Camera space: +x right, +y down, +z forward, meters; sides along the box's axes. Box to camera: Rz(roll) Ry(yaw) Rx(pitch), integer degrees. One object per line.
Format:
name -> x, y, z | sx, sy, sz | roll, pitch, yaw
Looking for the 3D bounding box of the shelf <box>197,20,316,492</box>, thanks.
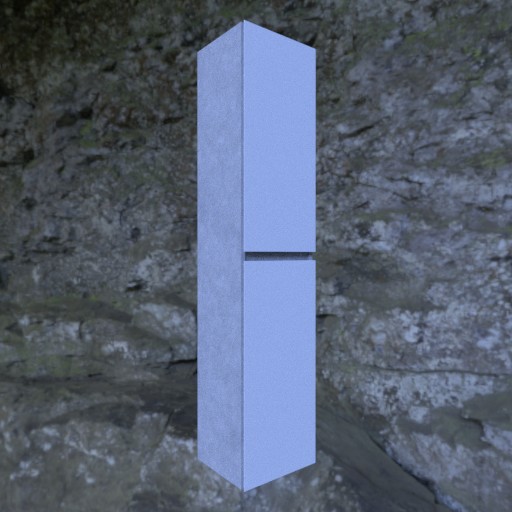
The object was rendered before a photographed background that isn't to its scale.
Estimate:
shelf -> 0.000, 0.000, 1.513 | 0.300, 1.400, 0.270 | 0, 0, -38
